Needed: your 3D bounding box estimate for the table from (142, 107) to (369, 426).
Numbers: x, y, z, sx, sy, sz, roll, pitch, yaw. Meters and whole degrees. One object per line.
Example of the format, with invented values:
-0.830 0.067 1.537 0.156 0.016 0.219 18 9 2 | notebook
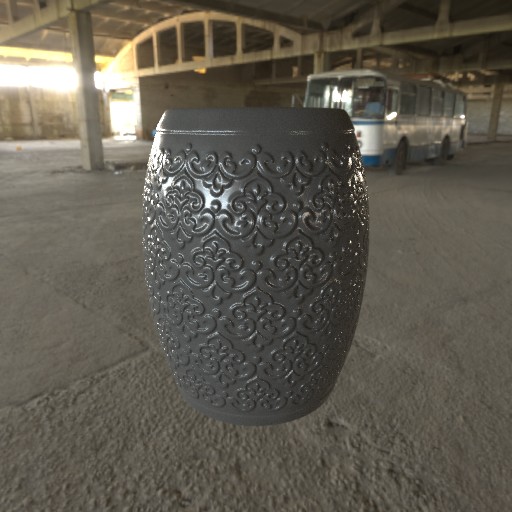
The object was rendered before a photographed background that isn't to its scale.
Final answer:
0.000 0.000 0.629 0.309 0.397 0.309 0 17 0 | table
